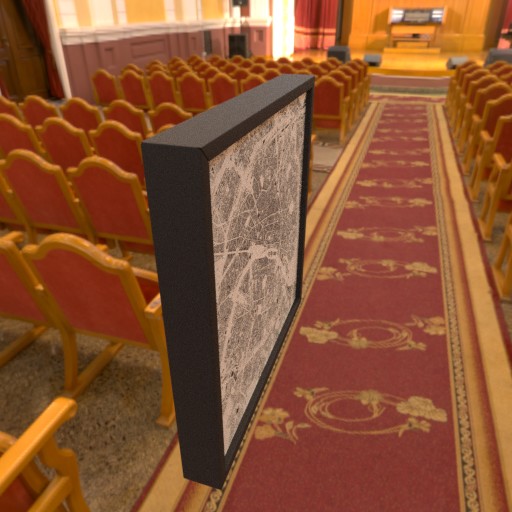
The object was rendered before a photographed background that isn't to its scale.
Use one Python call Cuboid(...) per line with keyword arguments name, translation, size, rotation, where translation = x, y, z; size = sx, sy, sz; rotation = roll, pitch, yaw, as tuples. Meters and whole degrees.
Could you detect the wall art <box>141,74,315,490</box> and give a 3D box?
Cuboid(name="wall art", translation=(0.000, 0.000, 0.446), size=(0.037, 0.305, 0.305), rotation=(9, 31, 16))
